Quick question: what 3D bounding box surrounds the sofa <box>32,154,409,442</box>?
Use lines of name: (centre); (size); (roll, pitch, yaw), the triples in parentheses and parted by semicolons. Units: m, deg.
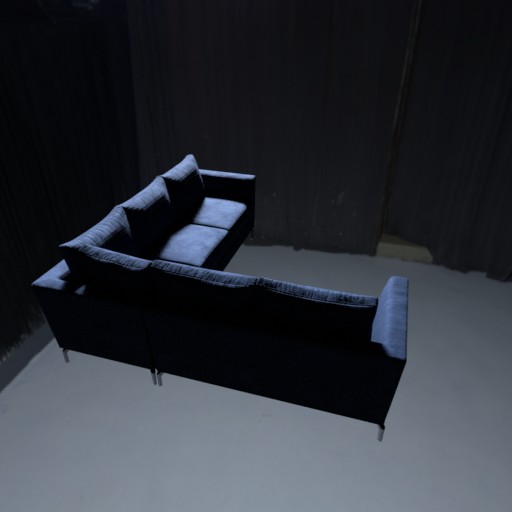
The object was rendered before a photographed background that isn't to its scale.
sofa: (0.000, 0.000, 3.847); (2.472, 0.988, 2.463); (9, 32, 15)
